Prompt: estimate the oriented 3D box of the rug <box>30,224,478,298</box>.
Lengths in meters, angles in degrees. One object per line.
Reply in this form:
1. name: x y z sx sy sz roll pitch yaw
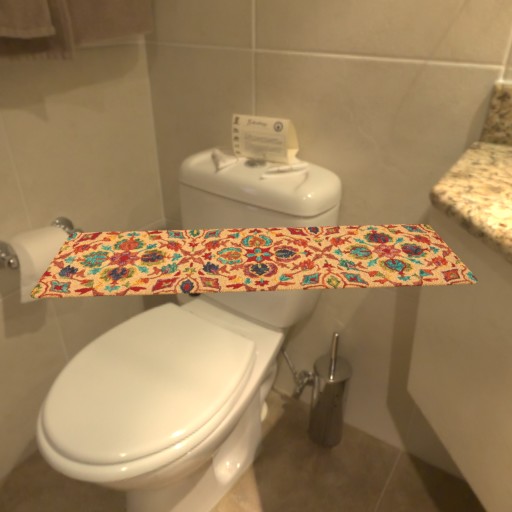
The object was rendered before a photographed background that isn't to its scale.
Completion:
1. rug: 0.000 0.000 2.522 2.273 0.016 0.693 -2 30 -3
